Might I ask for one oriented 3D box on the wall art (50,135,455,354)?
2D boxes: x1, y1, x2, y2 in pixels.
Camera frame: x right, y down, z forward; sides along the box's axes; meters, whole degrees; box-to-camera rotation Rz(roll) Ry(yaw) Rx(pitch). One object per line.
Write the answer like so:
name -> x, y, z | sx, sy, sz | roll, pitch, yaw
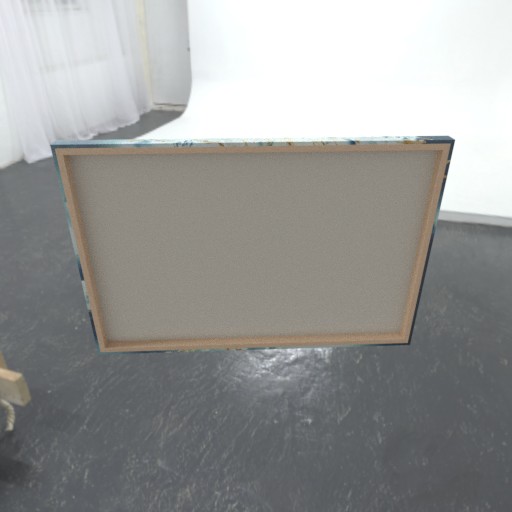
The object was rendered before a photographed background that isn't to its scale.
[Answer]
wall art -> 0.000, 0.000, 1.162 | 0.912, 0.608, 0.038 | -1, 29, -2
